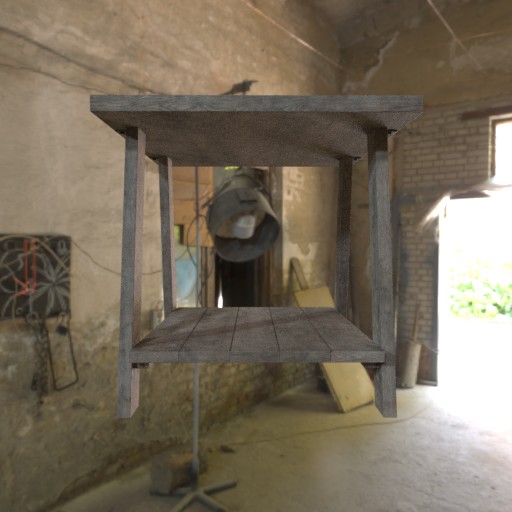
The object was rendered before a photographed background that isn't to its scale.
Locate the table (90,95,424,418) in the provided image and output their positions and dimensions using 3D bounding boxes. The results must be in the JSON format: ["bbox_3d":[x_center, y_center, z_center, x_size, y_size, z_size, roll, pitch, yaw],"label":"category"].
[{"bbox_3d":[0.000,0.000,1.123,0.610,0.610,0.610,0,2,0],"label":"table"}]
